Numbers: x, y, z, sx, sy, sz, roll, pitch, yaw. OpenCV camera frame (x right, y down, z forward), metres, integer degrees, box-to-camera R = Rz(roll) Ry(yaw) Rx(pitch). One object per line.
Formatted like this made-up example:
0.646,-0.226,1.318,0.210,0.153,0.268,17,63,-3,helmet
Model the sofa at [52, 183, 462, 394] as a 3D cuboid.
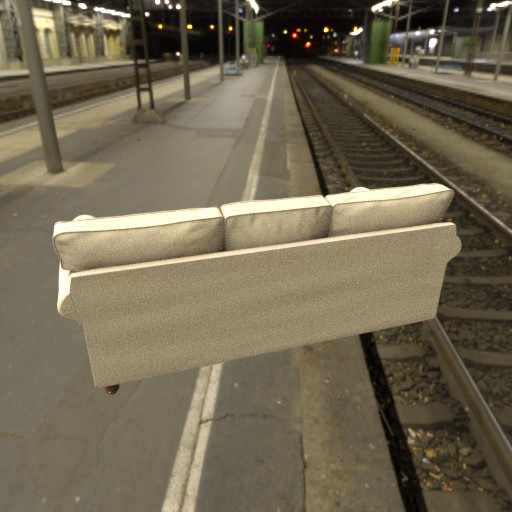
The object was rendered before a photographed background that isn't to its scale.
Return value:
0.000,0.000,2.646,2.118,0.889,0.998,-8,26,-17,sofa
